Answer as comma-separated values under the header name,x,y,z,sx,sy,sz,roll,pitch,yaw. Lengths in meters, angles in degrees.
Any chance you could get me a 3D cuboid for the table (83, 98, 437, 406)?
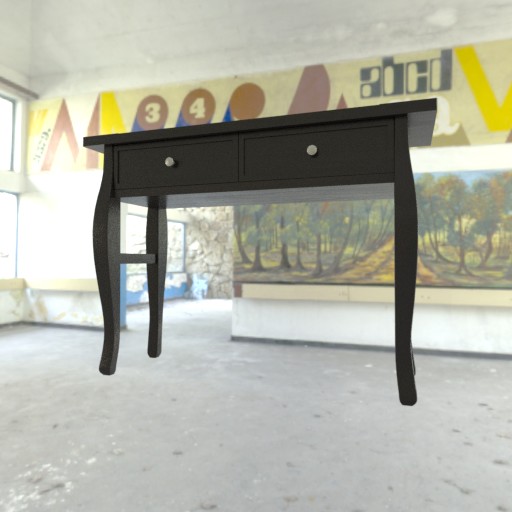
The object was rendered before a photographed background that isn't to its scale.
name,x,y,z,sx,sy,sz,roll,pitch,yaw
table,0.000,0.000,1.423,1.062,0.768,0.373,0,-1,19
